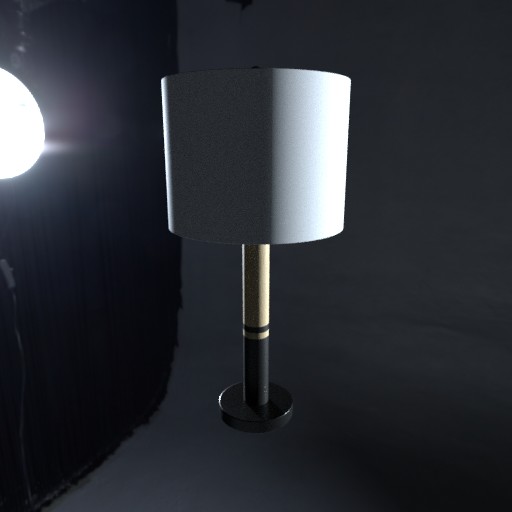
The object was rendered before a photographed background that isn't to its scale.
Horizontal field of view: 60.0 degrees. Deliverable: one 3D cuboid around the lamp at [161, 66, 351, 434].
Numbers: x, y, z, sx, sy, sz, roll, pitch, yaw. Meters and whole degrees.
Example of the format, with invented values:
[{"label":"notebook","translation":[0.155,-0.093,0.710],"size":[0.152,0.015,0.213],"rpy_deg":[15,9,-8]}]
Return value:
[{"label":"lamp","translation":[0.000,0.000,0.804],"size":[0.305,0.640,0.305],"rpy_deg":[7,16,25]}]
